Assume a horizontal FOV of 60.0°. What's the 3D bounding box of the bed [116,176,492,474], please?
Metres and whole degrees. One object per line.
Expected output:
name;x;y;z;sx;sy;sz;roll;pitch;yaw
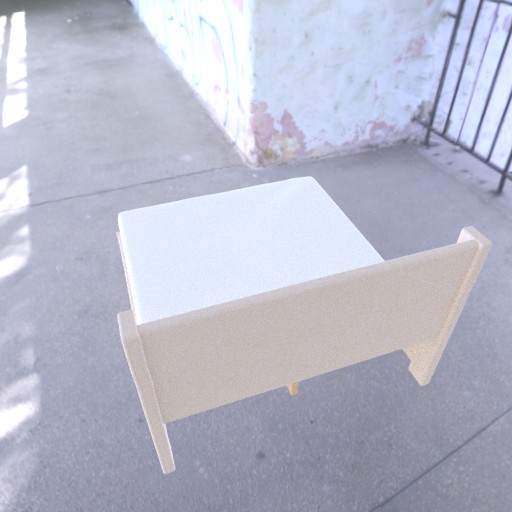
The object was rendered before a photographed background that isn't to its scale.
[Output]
bed;0.000;0.000;3.619;2.145;1.471;2.293;-13;43;-14
